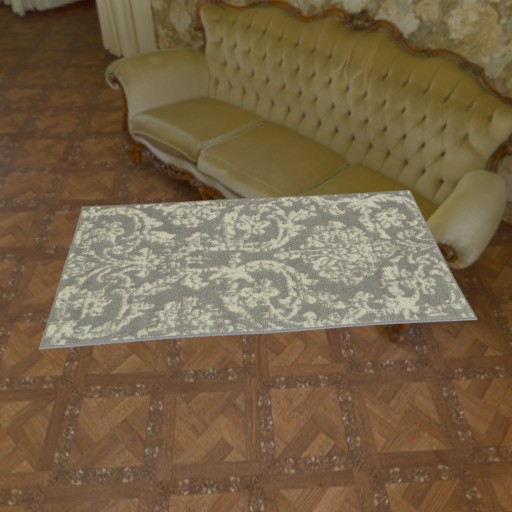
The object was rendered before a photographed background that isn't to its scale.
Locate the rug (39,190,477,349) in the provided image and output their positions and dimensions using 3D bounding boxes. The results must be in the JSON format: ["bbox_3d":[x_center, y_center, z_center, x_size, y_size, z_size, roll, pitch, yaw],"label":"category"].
[{"bbox_3d":[0.000,0.000,1.434,1.219,0.007,0.604,-3,46,-3],"label":"rug"}]
